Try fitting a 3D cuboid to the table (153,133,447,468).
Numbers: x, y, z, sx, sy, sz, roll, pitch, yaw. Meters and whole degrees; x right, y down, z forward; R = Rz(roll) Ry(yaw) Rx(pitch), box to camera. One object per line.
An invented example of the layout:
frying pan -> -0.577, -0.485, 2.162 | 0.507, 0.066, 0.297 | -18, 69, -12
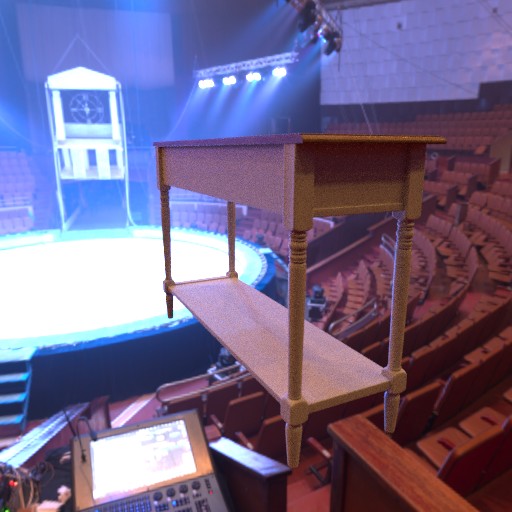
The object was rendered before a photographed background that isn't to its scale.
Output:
table -> 0.000, 0.000, 1.578 | 0.399, 0.800, 1.219 | -7, 15, -26
